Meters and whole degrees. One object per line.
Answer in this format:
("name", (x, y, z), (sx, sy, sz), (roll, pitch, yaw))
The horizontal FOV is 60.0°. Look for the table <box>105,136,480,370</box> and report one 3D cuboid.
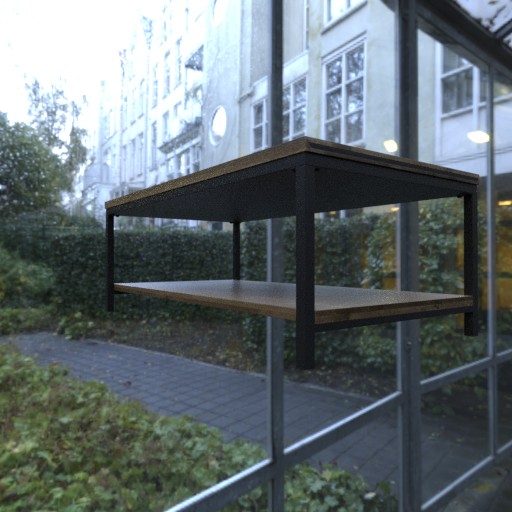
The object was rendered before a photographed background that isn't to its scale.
("table", (0.000, 0.000, 1.337), (0.574, 0.393, 1.062), (0, -1, -36))
